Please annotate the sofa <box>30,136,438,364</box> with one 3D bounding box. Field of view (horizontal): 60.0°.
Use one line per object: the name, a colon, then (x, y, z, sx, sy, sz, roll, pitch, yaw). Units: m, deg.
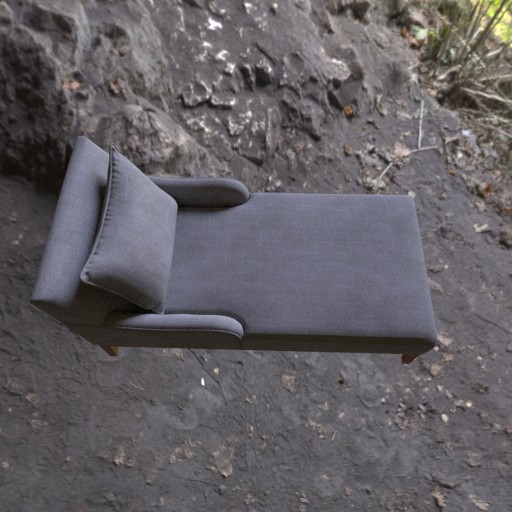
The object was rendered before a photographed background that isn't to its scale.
sofa: (0.000, 0.000, 2.290, 1.779, 0.859, 0.894, 1, 62, 1)
